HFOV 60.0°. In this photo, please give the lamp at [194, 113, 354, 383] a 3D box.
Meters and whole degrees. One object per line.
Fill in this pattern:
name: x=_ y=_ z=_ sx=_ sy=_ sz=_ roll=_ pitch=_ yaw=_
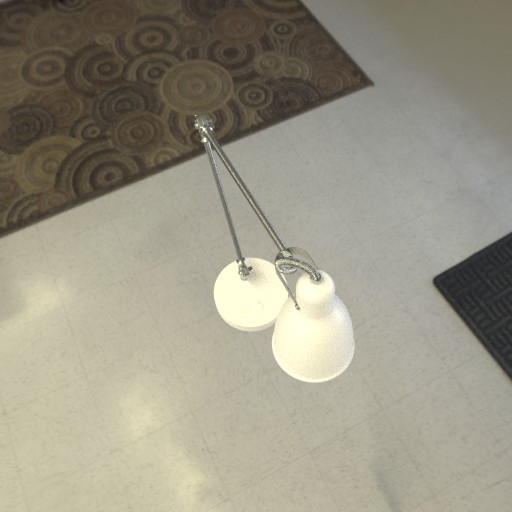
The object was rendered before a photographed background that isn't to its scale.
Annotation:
lamp: x=0.000 y=0.000 z=0.871 sx=0.187 sy=0.587 sz=0.561 roll=-22 pitch=66 yaw=-11
